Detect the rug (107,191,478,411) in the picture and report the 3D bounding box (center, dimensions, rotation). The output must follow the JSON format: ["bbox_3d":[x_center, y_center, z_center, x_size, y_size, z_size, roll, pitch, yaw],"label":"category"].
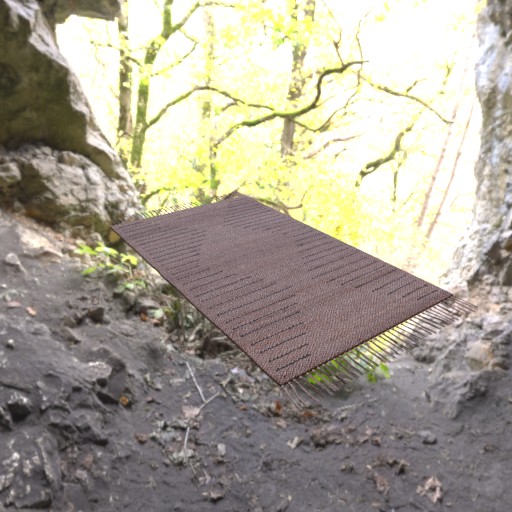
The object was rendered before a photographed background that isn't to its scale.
[{"bbox_3d":[0.000,0.000,2.082,0.905,0.017,1.718,-18,32,-31],"label":"rug"}]
